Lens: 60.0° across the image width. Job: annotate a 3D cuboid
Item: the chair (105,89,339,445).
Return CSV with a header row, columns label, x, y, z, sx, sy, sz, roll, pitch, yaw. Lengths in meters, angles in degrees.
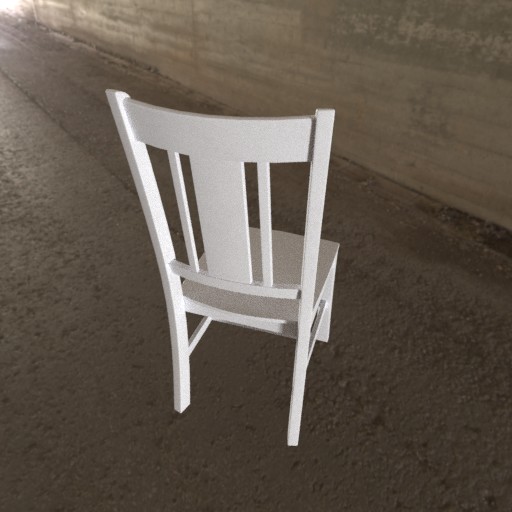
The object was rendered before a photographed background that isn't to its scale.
label,x,y,z,sx,sy,sz,roll,pitch,yaw
chair,0.000,0.000,1.278,0.450,0.998,0.555,10,35,15
